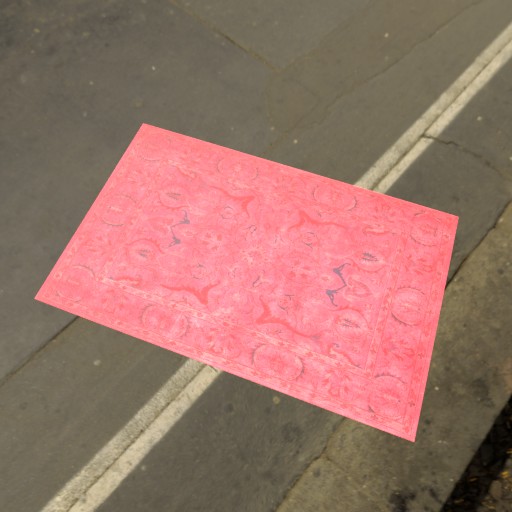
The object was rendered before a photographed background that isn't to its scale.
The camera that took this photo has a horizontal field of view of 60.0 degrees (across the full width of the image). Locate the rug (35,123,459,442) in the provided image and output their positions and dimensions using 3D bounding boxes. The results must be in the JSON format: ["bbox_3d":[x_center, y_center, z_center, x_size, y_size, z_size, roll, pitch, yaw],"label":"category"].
[{"bbox_3d":[0.000,0.000,2.934,2.423,0.010,1.534,18,66,9],"label":"rug"}]
